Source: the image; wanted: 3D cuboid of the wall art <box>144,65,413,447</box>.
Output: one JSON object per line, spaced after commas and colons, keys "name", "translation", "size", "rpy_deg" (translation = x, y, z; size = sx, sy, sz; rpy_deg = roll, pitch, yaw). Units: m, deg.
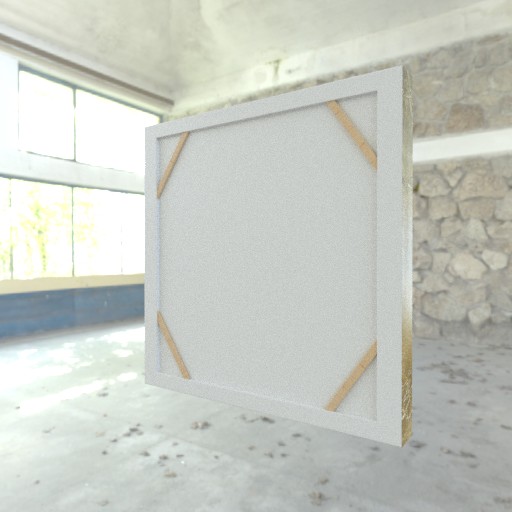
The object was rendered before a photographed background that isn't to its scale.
{"name": "wall art", "translation": [0.000, 0.000, 0.602], "size": [0.405, 0.407, 0.038], "rpy_deg": [0, 1, 35]}
